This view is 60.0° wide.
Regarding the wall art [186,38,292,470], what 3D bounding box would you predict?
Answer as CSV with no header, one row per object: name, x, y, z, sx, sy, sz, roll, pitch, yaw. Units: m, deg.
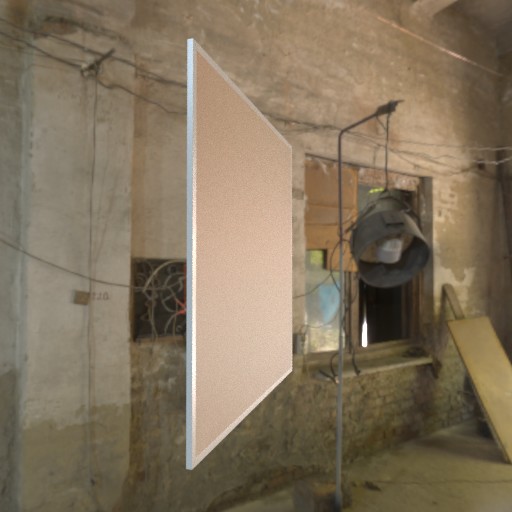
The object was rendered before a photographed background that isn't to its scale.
wall art,0.000,0.000,1.218,0.012,0.809,0.809,0,-1,18
